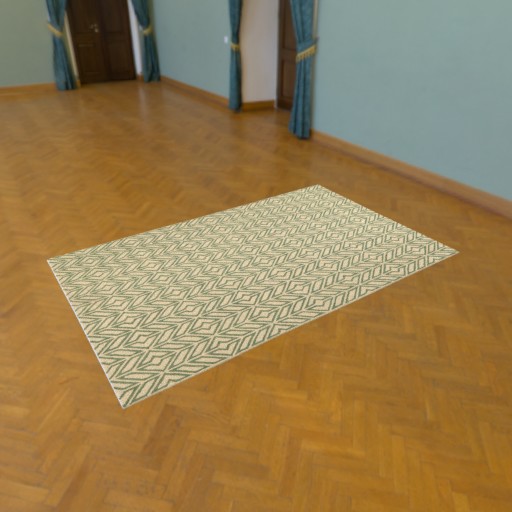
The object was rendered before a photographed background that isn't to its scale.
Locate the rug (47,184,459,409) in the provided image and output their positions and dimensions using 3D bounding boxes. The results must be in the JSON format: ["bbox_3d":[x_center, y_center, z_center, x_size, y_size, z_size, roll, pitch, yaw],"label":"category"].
[{"bbox_3d":[0.000,0.000,3.079,2.435,0.011,1.517,-19,36,-29],"label":"rug"}]
